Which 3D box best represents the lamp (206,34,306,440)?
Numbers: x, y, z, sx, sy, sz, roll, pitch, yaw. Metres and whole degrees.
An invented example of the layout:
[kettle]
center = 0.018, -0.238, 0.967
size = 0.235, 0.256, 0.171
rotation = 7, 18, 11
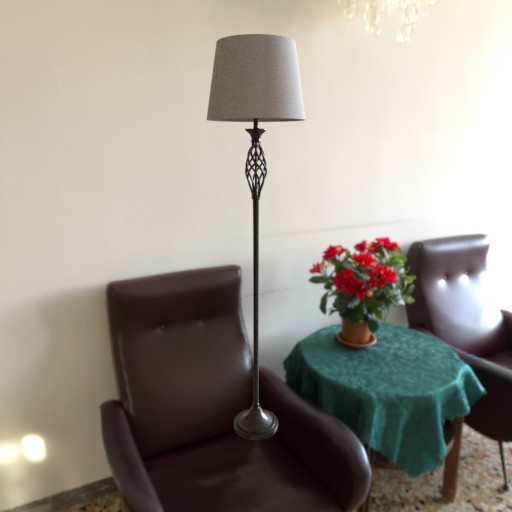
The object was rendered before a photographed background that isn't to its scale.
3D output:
[lamp]
center = 0.000, 0.000, 1.839
size = 0.379, 1.623, 0.379
rotation = 0, 15, 0
